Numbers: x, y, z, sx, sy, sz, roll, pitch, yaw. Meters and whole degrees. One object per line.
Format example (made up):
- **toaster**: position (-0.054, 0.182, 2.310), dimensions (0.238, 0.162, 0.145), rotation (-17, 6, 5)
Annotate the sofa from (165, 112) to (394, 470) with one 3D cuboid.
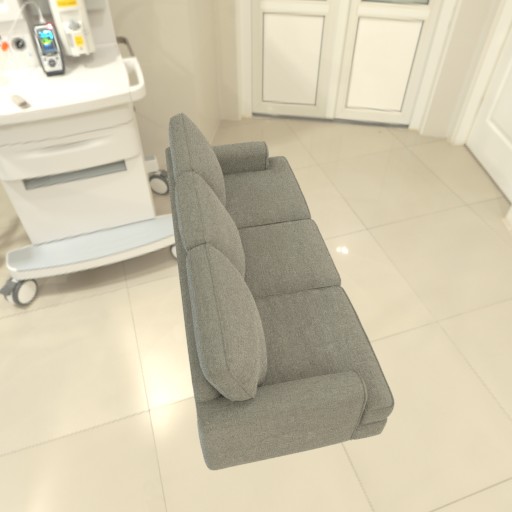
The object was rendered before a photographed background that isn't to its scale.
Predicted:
- **sofa**: position (0.000, 0.000, 2.724), dimensions (0.951, 0.965, 2.158), rotation (-8, 47, -8)
